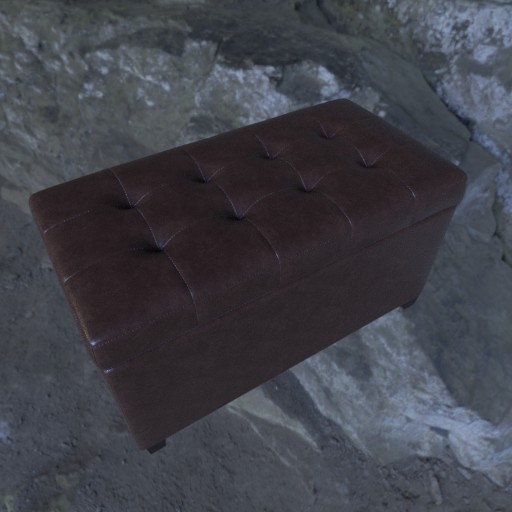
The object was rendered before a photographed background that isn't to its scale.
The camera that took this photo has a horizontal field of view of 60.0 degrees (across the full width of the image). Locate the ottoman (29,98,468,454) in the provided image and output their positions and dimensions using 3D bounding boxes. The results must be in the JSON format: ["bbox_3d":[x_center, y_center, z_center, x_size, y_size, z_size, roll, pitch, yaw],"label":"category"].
[{"bbox_3d":[0.000,0.000,1.070,0.838,0.470,0.432,-24,50,-22],"label":"ottoman"}]
